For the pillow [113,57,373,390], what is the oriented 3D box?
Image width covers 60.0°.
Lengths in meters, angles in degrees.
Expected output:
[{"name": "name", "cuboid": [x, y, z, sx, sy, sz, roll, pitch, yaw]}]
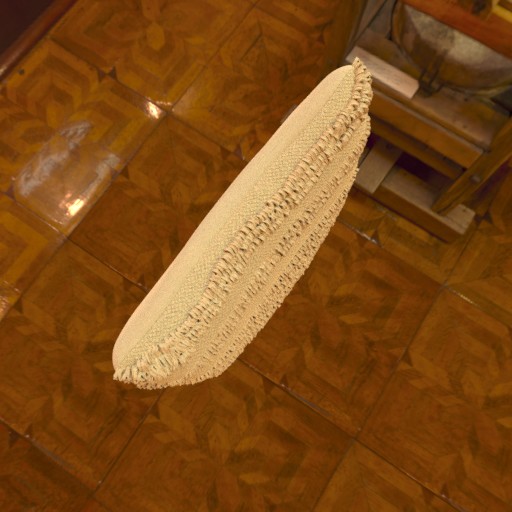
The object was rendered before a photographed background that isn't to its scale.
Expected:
[{"name": "pillow", "cuboid": [0.000, 0.000, 0.655, 0.145, 0.427, 0.437, 35, 79, 8]}]
